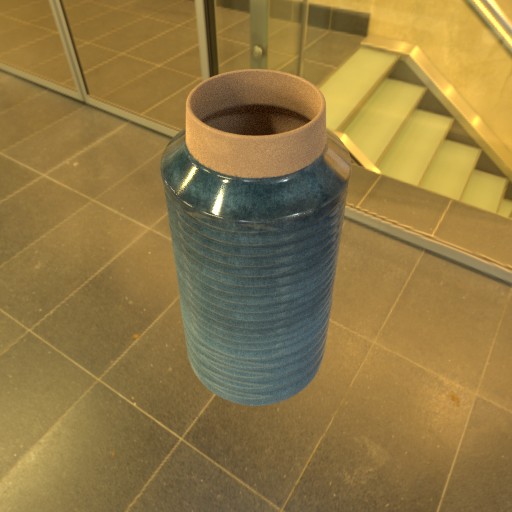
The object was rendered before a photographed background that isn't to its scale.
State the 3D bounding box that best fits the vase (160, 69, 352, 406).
[{"bbox_3d":[0.000,0.000,0.420,0.163,0.316,0.163,0,47,0],"label":"vase"}]
